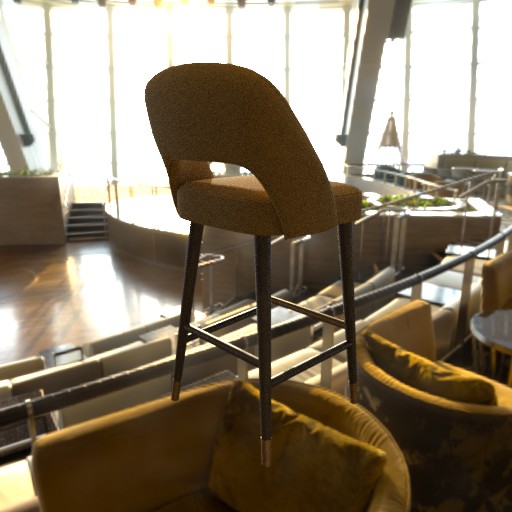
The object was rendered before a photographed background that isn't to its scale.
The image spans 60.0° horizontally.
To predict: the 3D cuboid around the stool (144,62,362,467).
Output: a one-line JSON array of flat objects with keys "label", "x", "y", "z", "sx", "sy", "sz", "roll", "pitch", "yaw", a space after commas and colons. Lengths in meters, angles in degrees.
[{"label": "stool", "x": 0.000, "y": 0.000, "z": 1.342, "sx": 0.522, "sy": 1.032, "sz": 0.536, "roll": -15, "pitch": 21, "yaw": -43}]
